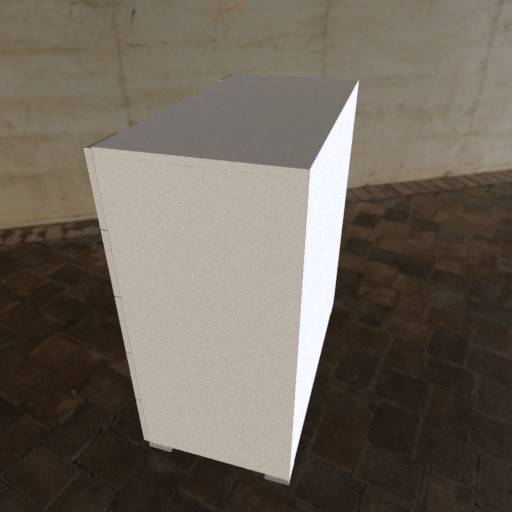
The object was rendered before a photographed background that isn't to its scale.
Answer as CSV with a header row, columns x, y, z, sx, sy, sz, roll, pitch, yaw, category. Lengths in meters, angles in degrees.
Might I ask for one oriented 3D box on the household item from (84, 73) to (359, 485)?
x,y,z,sx,sy,sz,roll,pitch,yaw,category
0.000,0.000,1.313,0.420,0.870,0.800,9,33,14,household item
